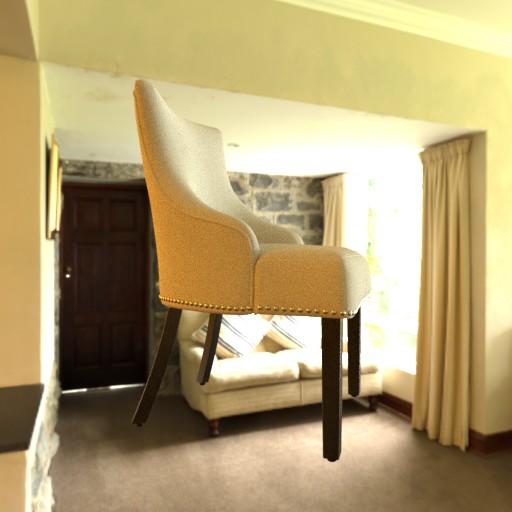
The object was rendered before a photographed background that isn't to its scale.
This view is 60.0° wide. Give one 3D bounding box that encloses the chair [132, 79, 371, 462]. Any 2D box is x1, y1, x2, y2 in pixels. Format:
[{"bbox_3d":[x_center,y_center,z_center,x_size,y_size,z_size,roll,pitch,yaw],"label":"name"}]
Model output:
[{"bbox_3d":[0.000,0.000,1.292,0.629,0.909,0.566,0,0,18],"label":"chair"}]
